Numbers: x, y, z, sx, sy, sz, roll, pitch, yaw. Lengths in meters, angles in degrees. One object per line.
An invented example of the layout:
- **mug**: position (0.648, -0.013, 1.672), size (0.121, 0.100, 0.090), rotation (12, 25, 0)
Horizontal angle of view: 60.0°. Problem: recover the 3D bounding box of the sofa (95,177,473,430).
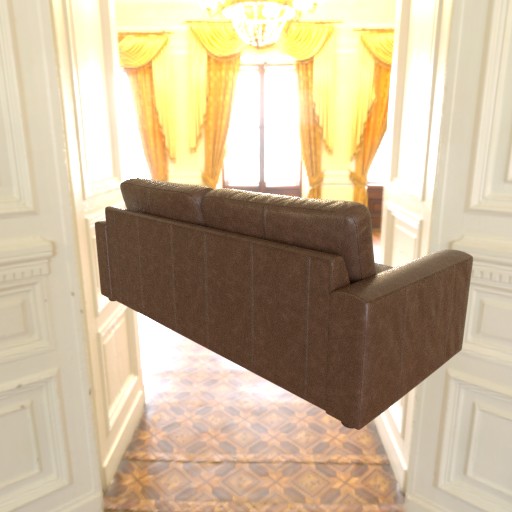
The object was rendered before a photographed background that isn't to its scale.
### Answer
- **sofa**: position (0.000, 0.000, 2.682), size (1.016, 0.873, 2.179), rotation (-14, 20, -42)
